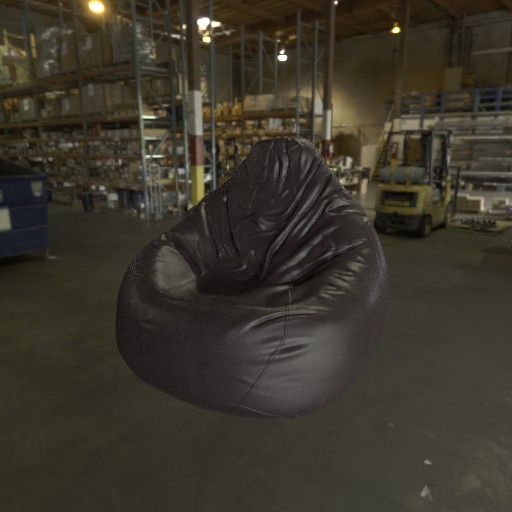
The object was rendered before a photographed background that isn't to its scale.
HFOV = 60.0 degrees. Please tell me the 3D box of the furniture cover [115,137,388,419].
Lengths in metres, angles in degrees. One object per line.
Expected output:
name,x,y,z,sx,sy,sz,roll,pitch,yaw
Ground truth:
furniture cover,0.000,0.000,1.888,1.070,0.990,1.070,7,15,25
